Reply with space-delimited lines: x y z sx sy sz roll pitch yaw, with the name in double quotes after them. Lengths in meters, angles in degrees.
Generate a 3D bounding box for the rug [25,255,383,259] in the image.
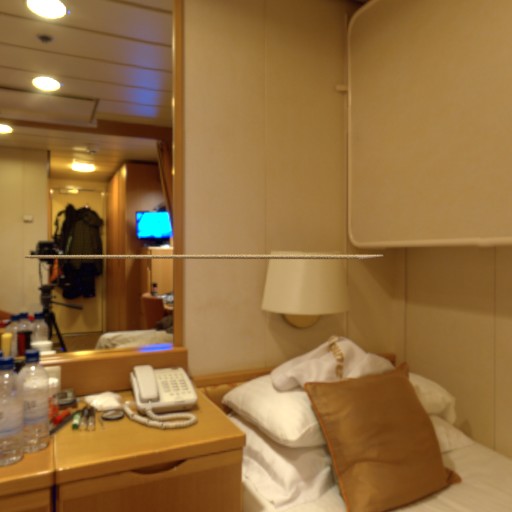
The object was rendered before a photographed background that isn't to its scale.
0.000 0.000 2.325 1.219 0.010 1.829 0 0 18 "rug"
